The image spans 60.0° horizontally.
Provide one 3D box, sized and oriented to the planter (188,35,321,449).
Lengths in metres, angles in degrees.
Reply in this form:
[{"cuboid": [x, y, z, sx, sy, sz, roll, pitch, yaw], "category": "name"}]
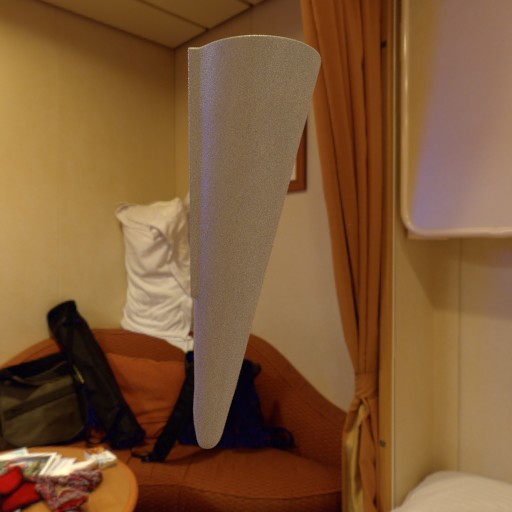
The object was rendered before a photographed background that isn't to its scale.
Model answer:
[{"cuboid": [0.000, 0.000, 0.220, 0.064, 0.191, 0.057, 0, 1, -1], "category": "planter"}]
